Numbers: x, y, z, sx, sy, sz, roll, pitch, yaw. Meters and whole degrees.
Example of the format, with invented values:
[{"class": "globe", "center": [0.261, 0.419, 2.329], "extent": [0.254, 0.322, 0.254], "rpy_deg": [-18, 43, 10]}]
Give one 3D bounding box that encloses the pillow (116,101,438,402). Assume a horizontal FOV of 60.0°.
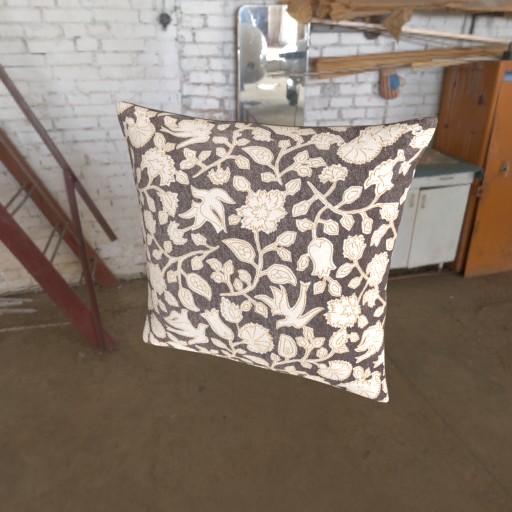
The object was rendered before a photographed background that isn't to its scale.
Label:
[{"class": "pillow", "center": [0.000, 0.000, 0.793], "extent": [0.526, 0.507, 0.166], "rpy_deg": [9, 28, 18]}]
